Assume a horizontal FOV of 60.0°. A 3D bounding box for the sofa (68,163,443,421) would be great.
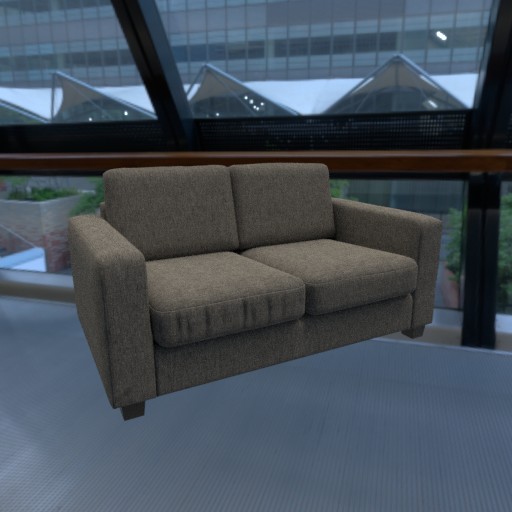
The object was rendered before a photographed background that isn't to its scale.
[{"bbox_3d":[0.000,0.000,2.045,1.520,0.800,0.900,-8,17,-27],"label":"sofa"}]
